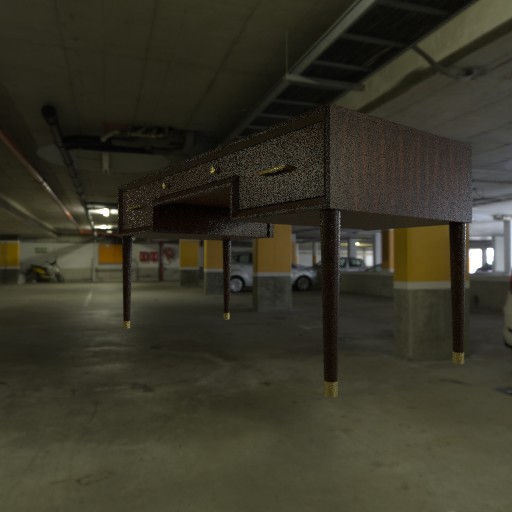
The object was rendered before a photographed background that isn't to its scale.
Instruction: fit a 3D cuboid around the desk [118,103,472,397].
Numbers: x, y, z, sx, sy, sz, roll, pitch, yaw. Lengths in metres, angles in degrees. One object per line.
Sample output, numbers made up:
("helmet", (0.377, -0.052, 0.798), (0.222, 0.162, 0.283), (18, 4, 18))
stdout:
("desk", (0.000, 0.000, 1.971), (0.724, 0.762, 1.575), (1, -1, -37))
